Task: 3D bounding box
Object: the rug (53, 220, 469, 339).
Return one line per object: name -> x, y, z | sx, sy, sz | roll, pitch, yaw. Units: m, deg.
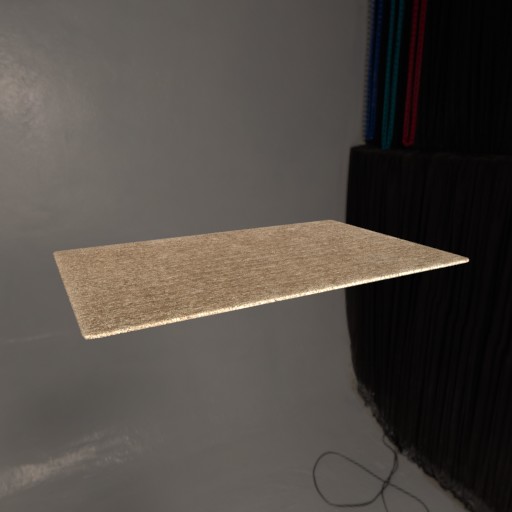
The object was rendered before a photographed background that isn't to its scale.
rug -> 0.000, 0.000, 3.069 | 2.469, 0.024, 1.539 | -8, 18, -27
